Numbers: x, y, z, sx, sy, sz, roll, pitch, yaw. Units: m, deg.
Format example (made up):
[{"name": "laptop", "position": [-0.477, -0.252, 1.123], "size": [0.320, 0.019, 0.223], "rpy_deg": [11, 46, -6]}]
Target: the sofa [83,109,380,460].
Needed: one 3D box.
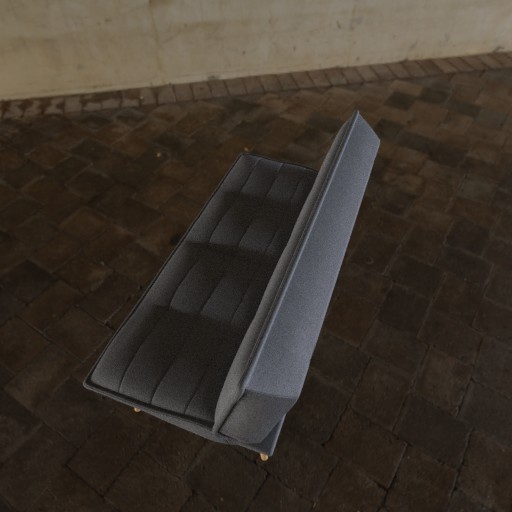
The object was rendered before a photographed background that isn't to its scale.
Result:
[{"name": "sofa", "position": [0.000, 0.000, 2.437], "size": [0.950, 0.890, 1.940], "rpy_deg": [15, 49, 14]}]
